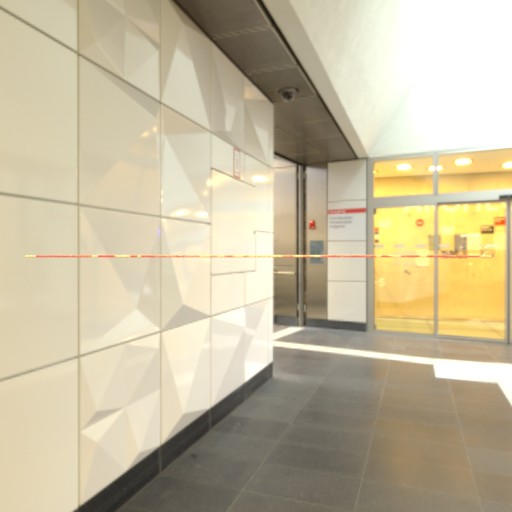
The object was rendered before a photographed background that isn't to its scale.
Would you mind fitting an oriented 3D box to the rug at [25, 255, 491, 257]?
[{"bbox_3d":[0.000,0.000,2.702,2.458,0.011,0.787,0,0,0],"label":"rug"}]
